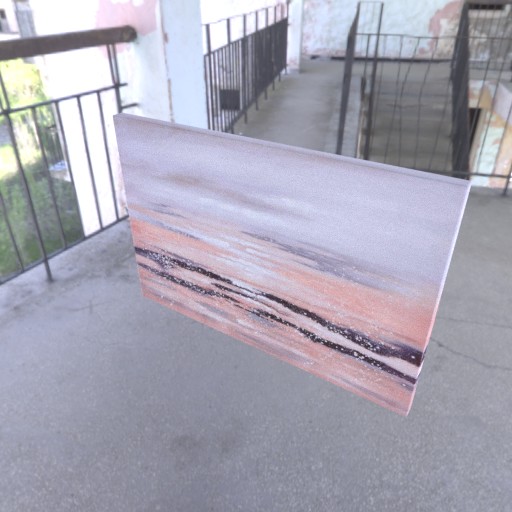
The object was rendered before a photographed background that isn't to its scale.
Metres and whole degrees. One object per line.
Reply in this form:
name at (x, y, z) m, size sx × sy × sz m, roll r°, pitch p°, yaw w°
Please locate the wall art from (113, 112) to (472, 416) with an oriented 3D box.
wall art at (0.000, 0.000, 1.162) m, size 0.913 × 0.609 × 0.038 m, roll 19°, pitch 36°, yaw 28°
